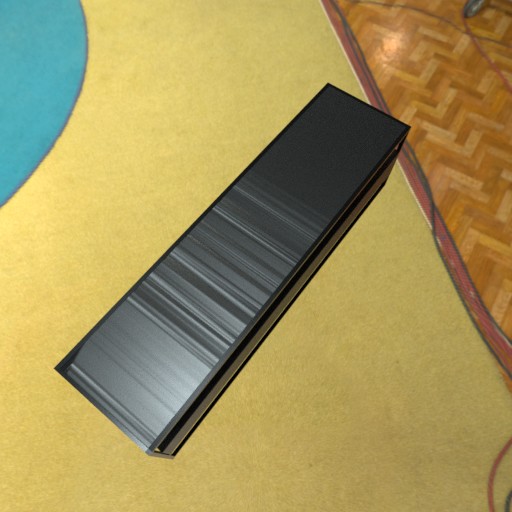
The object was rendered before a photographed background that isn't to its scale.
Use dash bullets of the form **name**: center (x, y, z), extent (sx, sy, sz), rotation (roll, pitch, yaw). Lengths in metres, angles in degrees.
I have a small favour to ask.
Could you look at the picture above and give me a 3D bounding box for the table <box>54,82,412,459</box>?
- **table**: center (0.000, 0.000, 1.712), extent (0.399, 0.395, 1.486), rotation (35, 69, 15)
